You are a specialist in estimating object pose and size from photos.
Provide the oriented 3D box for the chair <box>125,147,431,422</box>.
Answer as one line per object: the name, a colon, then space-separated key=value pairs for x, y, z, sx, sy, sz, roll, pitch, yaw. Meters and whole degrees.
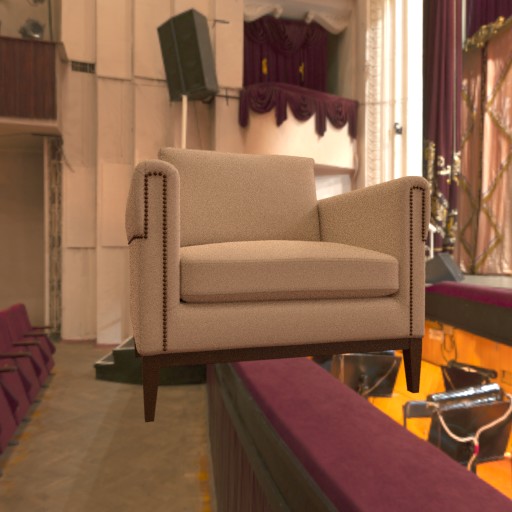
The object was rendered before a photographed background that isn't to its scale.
chair: x=0.000 y=0.000 z=1.742 sx=0.982 sy=0.915 sz=0.896 roll=0 pitch=0 yaw=-17
